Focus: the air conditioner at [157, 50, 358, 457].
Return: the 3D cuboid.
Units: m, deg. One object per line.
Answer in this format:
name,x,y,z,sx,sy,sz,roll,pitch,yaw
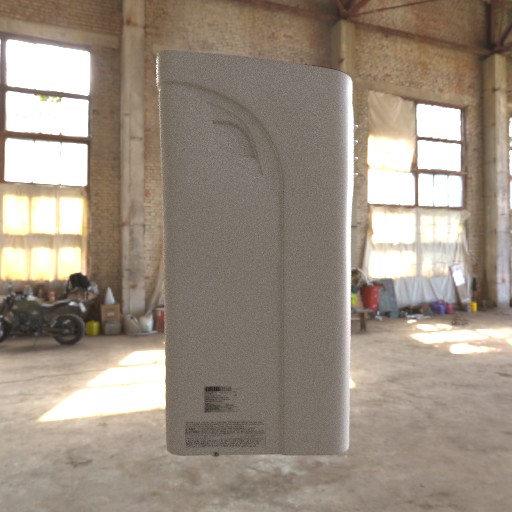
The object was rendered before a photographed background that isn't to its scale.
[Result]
air conditioner,0.000,0.000,0.918,0.369,0.716,0.352,0,-1,-1
